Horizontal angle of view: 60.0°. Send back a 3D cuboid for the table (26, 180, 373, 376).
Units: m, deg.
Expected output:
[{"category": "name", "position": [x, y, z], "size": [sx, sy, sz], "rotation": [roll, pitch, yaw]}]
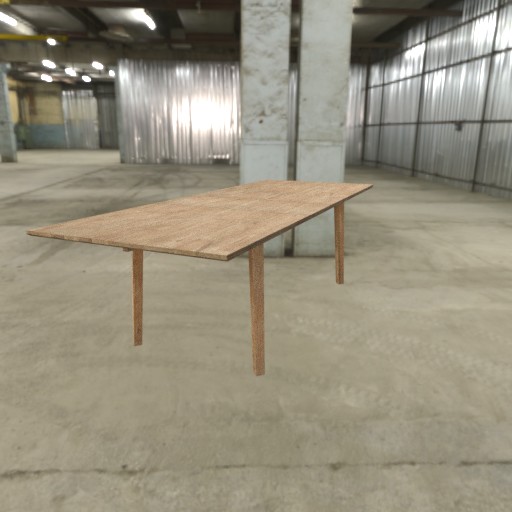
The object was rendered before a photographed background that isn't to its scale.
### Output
[{"category": "table", "position": [0.000, 0.000, 2.967], "size": [1.000, 0.752, 2.603], "rotation": [7, 17, 24]}]
